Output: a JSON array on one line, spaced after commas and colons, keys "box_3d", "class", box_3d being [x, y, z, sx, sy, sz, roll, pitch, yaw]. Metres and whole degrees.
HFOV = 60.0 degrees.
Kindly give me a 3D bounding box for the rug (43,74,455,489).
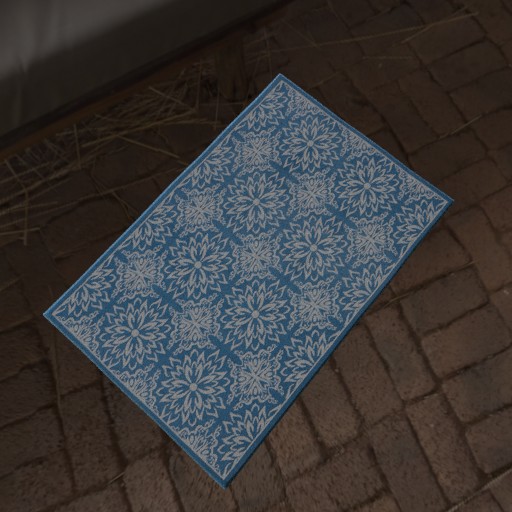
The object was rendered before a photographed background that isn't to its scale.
[{"box_3d": [0.000, 0.000, 3.436, 1.830, 0.018, 2.769, 40, 79, 10], "class": "rug"}]
